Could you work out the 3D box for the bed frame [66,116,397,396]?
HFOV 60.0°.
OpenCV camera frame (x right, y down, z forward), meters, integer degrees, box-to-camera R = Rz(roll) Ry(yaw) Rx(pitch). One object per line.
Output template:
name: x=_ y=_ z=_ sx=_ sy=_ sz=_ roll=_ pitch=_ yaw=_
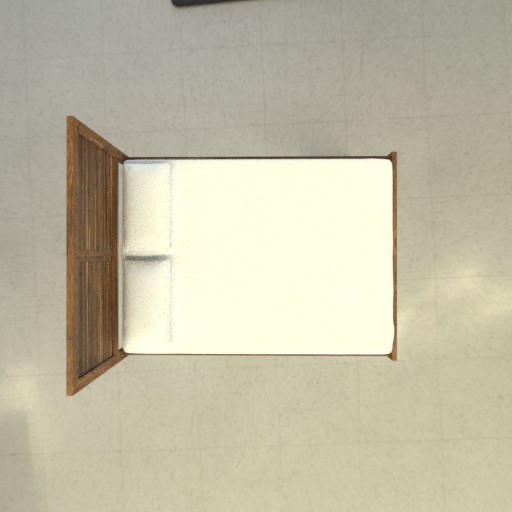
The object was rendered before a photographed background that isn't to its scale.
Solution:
bed frame: x=0.000 y=0.000 z=3.368 sx=2.276 sy=1.417 sz=1.696 roll=0 pitch=90 yaw=1
